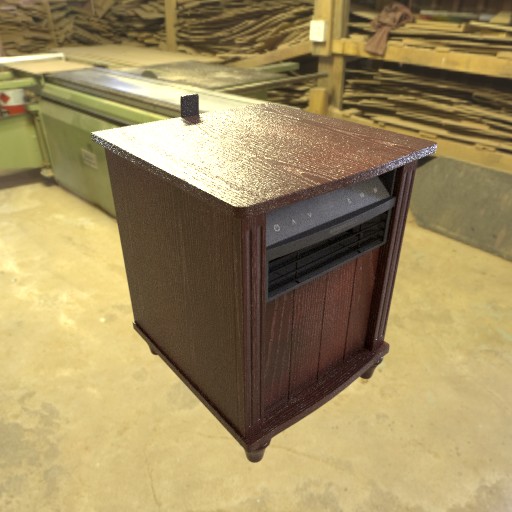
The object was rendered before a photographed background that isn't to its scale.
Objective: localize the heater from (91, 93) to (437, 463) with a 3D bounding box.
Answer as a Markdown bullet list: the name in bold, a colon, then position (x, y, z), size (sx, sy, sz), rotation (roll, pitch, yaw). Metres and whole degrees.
- **heater**: position (0.000, 0.000, 0.762), size (0.362, 0.481, 0.400), rotation (-23, 37, -34)
